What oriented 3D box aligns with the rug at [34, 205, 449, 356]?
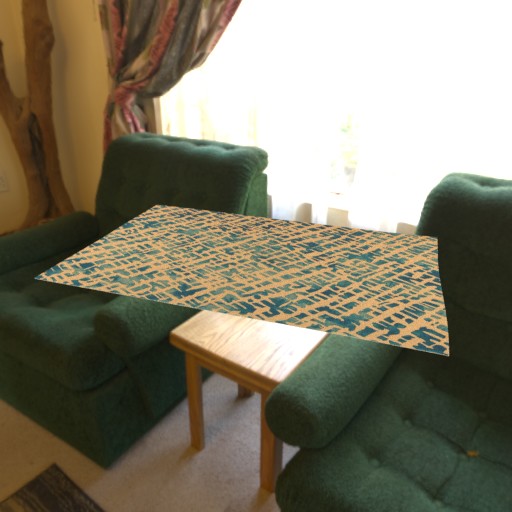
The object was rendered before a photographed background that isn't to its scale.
[{"bbox_3d":[0.000,0.000,3.099,2.447,0.011,1.520,8,26,17],"label":"rug"}]
